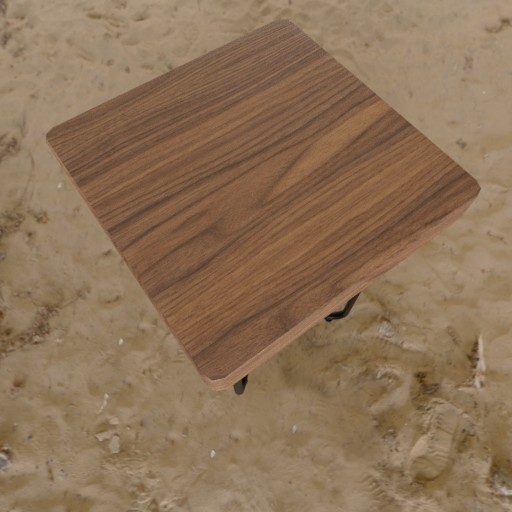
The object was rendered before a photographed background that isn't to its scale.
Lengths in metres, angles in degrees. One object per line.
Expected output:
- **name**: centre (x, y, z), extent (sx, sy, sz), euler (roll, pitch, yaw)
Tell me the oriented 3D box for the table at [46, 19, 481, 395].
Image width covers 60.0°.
- **table**: centre (0.000, 0.000, 0.949), extent (0.480, 0.641, 0.479), euler (-33, 68, -15)
